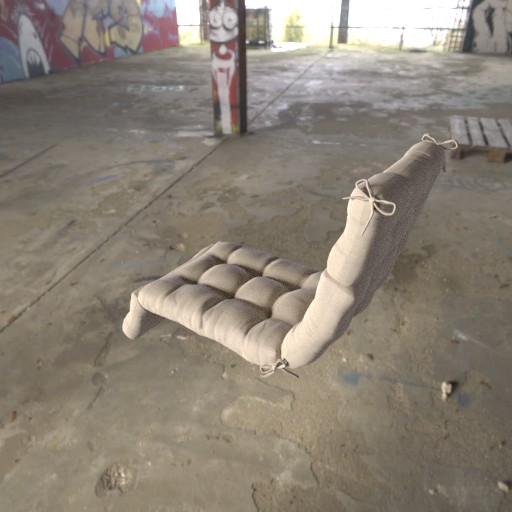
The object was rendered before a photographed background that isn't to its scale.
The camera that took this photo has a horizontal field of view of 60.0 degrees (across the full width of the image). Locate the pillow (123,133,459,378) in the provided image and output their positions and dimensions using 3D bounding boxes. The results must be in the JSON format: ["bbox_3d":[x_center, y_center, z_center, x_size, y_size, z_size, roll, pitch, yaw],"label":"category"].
[{"bbox_3d":[0.000,0.000,1.494,1.016,0.863,0.526,20,36,30],"label":"pillow"}]
